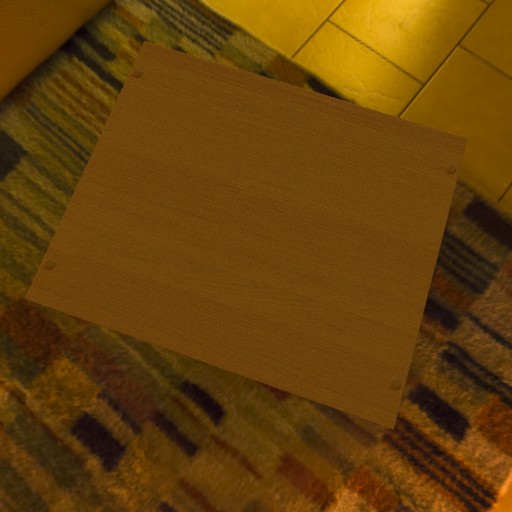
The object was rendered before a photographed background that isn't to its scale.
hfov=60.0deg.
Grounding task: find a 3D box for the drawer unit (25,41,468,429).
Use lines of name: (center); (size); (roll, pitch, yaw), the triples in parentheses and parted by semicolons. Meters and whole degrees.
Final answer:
drawer unit: (0.000, 0.000, 0.592); (0.349, 0.344, 0.290); (18, 77, 4)
